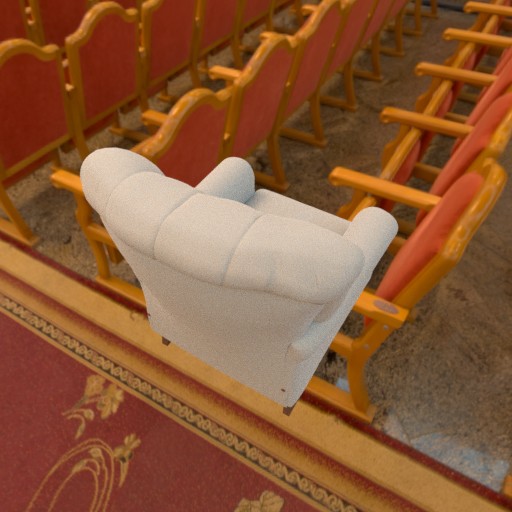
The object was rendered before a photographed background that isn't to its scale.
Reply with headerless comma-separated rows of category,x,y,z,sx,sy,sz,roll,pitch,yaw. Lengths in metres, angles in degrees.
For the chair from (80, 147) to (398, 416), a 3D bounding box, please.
chair,0.000,0.000,2.055,1.090,1.217,1.128,24,51,21
